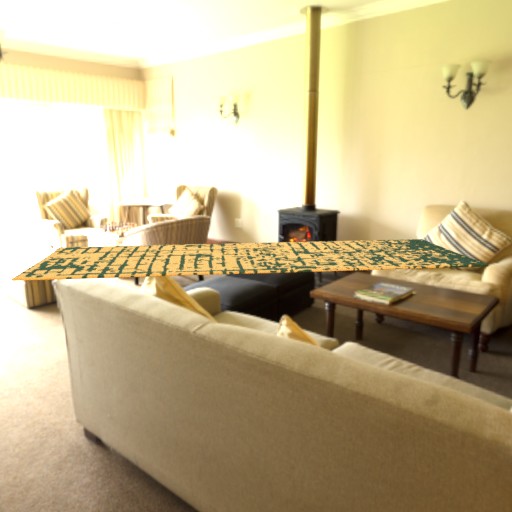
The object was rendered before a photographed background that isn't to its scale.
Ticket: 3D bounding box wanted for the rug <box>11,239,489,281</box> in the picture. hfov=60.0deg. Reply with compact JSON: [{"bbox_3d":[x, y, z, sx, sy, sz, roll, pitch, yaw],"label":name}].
[{"bbox_3d":[0.000,0.000,2.609,2.435,0.011,0.750,-1,13,-6],"label":"rug"}]
